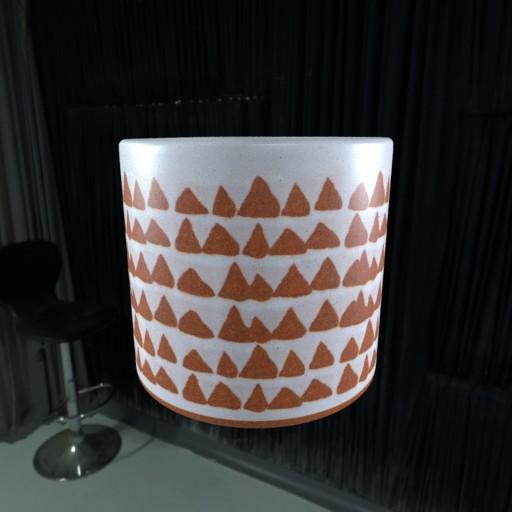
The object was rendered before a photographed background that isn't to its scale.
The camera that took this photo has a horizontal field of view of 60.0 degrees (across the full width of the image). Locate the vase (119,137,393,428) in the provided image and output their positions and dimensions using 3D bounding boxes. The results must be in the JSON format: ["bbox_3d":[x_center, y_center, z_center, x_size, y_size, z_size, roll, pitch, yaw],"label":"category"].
[{"bbox_3d":[0.000,0.000,0.246,0.137,0.127,0.137,0,15,0],"label":"vase"}]
